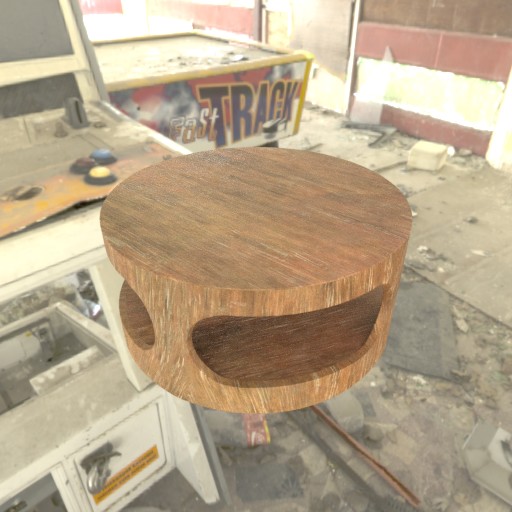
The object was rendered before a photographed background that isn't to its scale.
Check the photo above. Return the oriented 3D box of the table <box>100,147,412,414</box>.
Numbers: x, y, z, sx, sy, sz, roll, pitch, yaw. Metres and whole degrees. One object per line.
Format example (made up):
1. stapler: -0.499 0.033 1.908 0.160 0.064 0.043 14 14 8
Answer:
1. table: 0.000 0.000 1.561 0.974 0.450 0.974 0 33 0
